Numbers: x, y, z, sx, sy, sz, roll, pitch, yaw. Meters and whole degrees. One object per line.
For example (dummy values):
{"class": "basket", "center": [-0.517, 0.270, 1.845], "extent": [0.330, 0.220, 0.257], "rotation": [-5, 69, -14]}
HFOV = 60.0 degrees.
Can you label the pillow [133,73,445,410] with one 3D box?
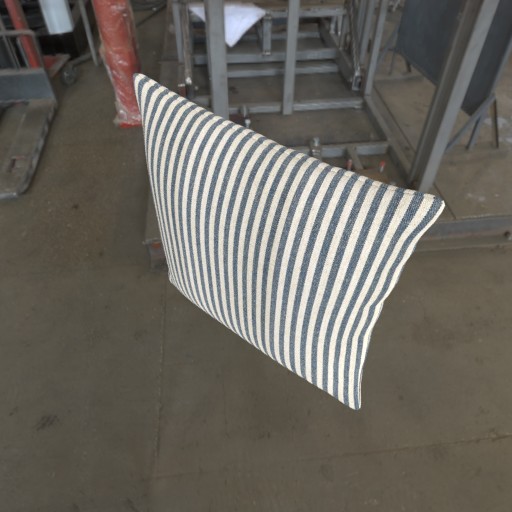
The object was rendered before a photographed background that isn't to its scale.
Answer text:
{"class": "pillow", "center": [0.000, 0.000, 0.780], "extent": [0.523, 0.510, 0.166], "rotation": [30, 54, 25]}
